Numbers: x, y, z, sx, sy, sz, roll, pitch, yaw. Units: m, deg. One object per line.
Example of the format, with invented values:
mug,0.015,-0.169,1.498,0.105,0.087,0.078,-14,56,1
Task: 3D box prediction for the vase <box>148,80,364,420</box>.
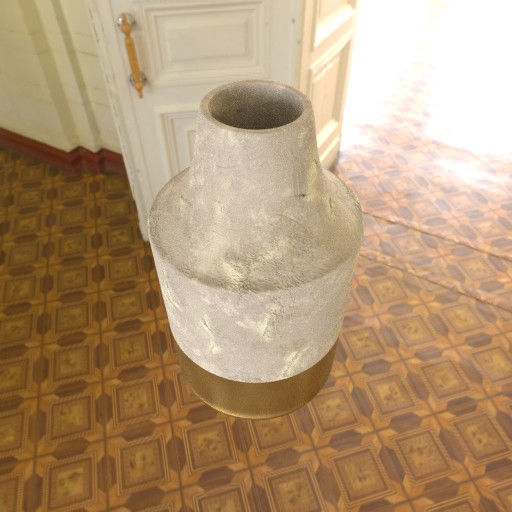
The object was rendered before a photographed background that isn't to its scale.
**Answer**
vase,0.000,0.000,0.418,0.184,0.305,0.184,0,46,0
